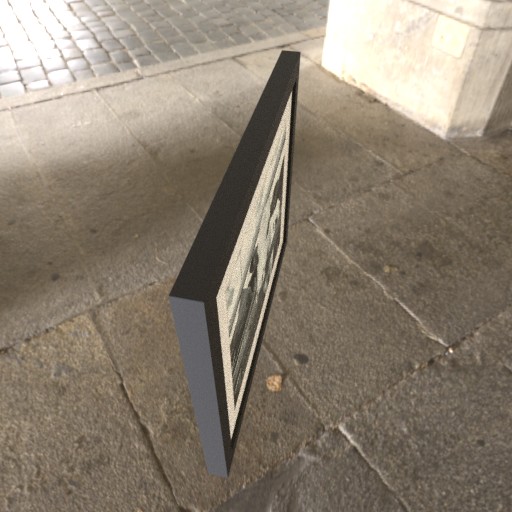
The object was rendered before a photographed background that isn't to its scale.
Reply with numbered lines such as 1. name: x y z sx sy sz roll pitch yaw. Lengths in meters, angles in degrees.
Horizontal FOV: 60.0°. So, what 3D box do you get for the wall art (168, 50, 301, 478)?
1. wall art: 0.000 0.000 0.535 0.024 0.329 0.404 9 47 9
